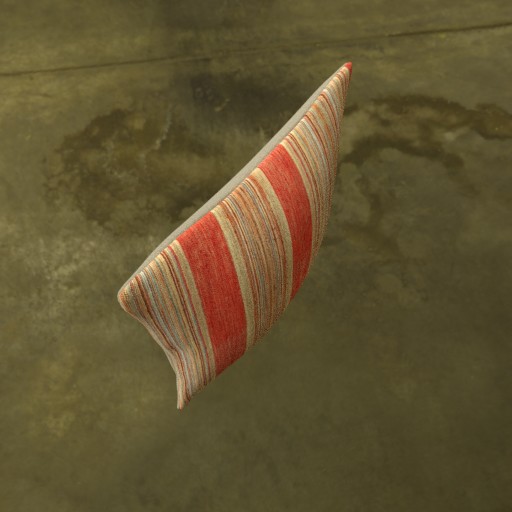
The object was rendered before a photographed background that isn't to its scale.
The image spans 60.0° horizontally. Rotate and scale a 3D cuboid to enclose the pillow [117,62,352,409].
[{"bbox_3d":[0.000,0.000,0.666,0.136,0.419,0.437,31,63,18],"label":"pillow"}]
